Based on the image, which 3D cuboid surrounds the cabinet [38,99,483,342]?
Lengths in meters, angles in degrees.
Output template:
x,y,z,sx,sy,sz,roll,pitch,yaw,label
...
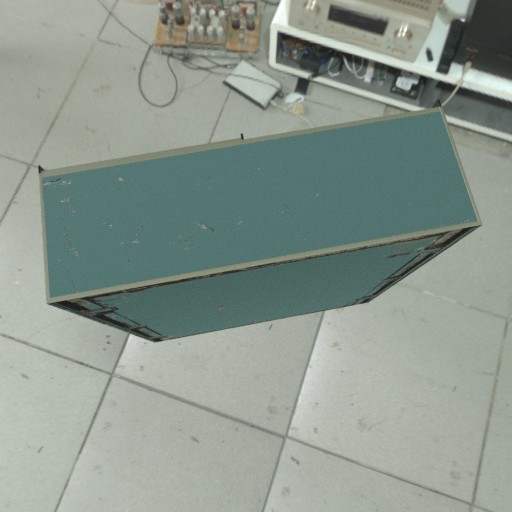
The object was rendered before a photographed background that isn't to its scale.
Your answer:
x,y,z,sx,sy,sz,roll,pitch,yaw,label
0.000,0.000,3.124,2.000,2.160,0.680,-10,75,-3,cabinet
